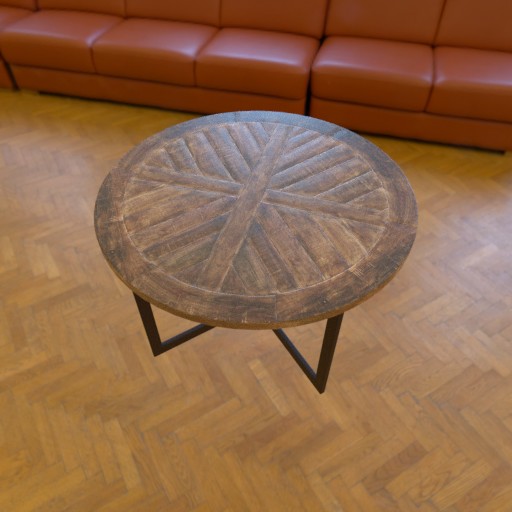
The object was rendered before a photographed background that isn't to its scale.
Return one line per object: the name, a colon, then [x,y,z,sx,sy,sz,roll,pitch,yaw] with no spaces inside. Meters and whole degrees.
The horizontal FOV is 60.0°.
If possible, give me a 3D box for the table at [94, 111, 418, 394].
table: [0.000,0.000,2.055,1.264,0.762,1.264,0,47,0]
